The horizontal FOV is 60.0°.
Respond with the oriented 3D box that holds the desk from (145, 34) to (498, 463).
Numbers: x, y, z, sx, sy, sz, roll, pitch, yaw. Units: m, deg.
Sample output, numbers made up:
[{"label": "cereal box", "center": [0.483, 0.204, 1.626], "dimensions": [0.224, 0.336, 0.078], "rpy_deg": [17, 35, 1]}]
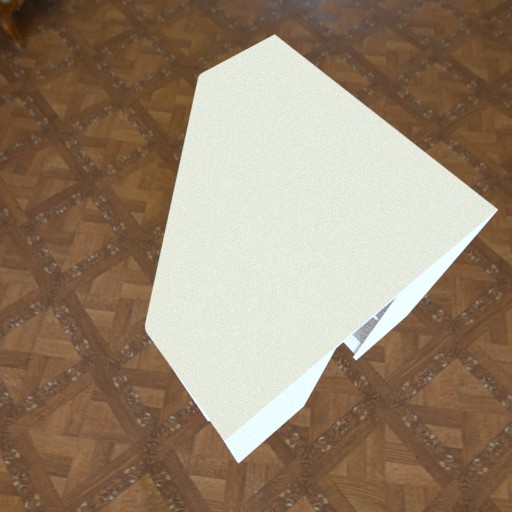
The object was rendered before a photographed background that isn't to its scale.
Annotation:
[{"label": "desk", "center": [0.000, 0.000, 1.596], "dimensions": [0.926, 0.818, 0.940], "rpy_deg": [-35, 68, -17]}]
